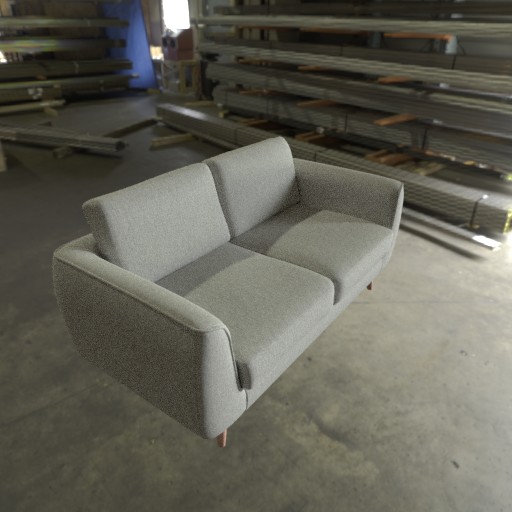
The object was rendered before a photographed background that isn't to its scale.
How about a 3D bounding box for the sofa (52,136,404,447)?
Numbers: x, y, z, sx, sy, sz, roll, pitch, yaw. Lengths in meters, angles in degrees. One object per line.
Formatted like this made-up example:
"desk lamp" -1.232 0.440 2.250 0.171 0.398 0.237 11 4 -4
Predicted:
"sofa" 0.000 0.000 2.191 0.920 0.850 1.700 20 34 32
